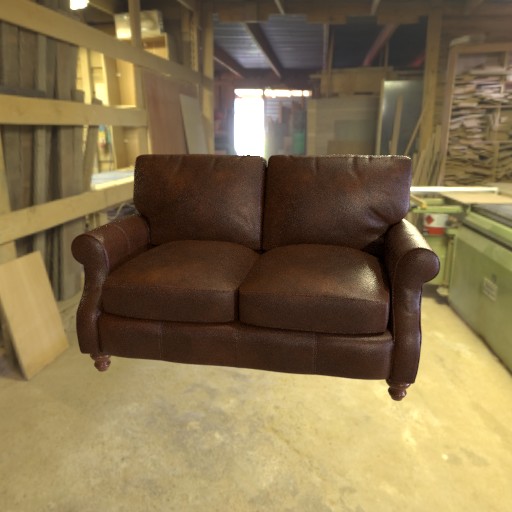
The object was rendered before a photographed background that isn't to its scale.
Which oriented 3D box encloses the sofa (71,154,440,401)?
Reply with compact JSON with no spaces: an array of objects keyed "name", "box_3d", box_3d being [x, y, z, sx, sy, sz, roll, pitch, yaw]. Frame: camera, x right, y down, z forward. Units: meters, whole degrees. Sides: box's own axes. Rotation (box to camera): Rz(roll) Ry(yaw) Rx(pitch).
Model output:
[{"name":"sofa","box_3d":[0.000,0.000,2.220,1.616,0.976,0.990,3,15,10]}]
